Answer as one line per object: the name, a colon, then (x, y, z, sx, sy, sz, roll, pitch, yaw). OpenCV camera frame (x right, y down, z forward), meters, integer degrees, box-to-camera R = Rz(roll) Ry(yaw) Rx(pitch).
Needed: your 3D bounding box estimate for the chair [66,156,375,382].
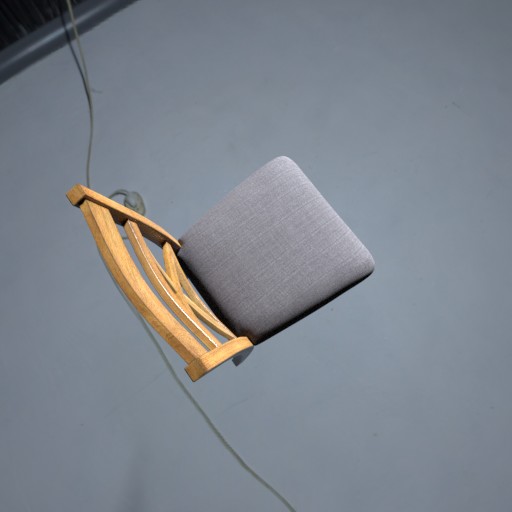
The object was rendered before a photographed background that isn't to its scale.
chair: (0.000, 0.000, 1.253, 0.581, 0.949, 0.470, -36, 79, -8)
